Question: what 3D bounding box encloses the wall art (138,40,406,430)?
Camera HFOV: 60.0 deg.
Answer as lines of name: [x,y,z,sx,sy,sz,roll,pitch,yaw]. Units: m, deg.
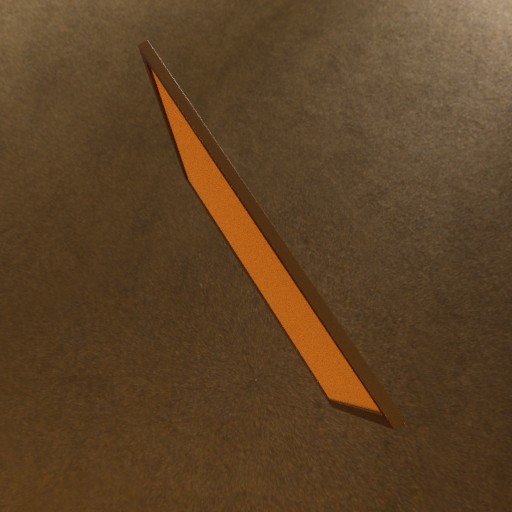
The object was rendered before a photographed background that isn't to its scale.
wall art: [0.000,0.000,0.546,0.012,0.304,0.431,-31,77,-8]
